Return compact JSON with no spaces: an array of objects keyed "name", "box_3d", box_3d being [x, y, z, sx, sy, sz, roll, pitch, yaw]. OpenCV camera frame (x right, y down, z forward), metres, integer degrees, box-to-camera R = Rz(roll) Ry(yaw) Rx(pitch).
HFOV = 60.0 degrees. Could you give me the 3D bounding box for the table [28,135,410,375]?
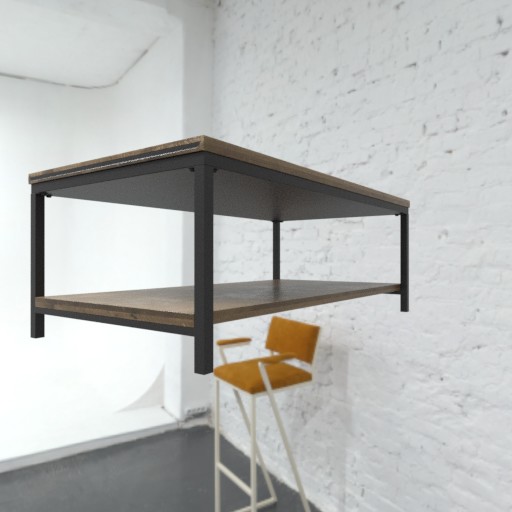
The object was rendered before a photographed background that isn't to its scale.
[{"name":"table","box_3d":[0.000,0.000,1.319,0.574,0.393,1.062,0,0,37]}]
